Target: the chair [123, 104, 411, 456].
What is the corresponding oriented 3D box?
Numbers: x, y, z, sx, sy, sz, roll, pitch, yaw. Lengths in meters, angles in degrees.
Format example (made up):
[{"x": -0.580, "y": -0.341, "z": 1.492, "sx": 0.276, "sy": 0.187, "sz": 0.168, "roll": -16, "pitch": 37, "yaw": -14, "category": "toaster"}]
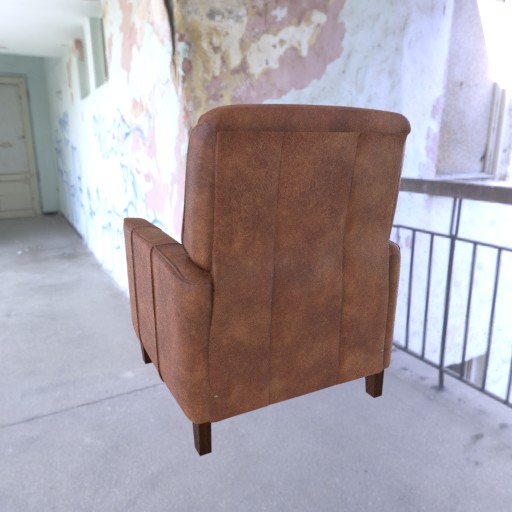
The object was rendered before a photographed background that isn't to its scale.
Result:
[{"x": 0.000, "y": 0.000, "z": 1.686, "sx": 0.843, "sy": 1.043, "sz": 0.836, "roll": -7, "pitch": 16, "yaw": -26, "category": "chair"}]
